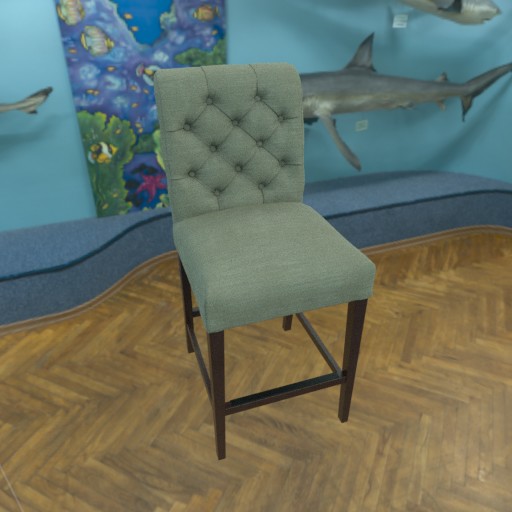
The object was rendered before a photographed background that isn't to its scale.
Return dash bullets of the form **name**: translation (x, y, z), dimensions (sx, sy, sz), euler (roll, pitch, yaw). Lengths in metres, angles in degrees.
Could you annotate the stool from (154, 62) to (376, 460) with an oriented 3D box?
- **stool**: translation (0.000, 0.000, 1.451), dimensions (0.486, 1.084, 0.660), euler (-10, 33, -16)
